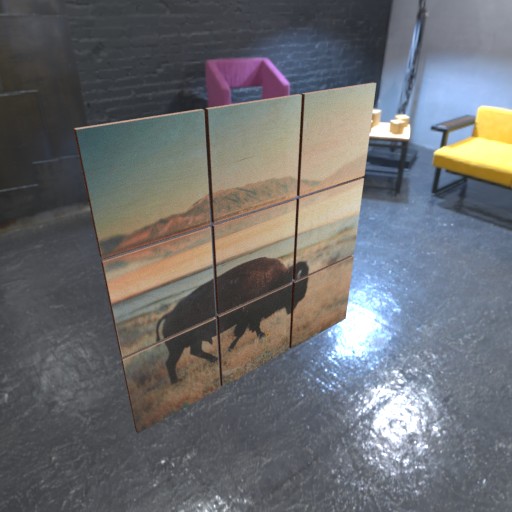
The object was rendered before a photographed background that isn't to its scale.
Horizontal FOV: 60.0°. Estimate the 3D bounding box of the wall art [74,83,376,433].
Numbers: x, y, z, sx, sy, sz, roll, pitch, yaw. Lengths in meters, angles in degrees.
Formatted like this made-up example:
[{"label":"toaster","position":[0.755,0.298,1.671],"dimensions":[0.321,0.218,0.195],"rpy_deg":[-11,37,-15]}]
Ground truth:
[{"label":"wall art","position":[0.000,0.000,1.344],"dimensions":[0.906,0.904,0.018],"rpy_deg":[-21,36,-32]}]
